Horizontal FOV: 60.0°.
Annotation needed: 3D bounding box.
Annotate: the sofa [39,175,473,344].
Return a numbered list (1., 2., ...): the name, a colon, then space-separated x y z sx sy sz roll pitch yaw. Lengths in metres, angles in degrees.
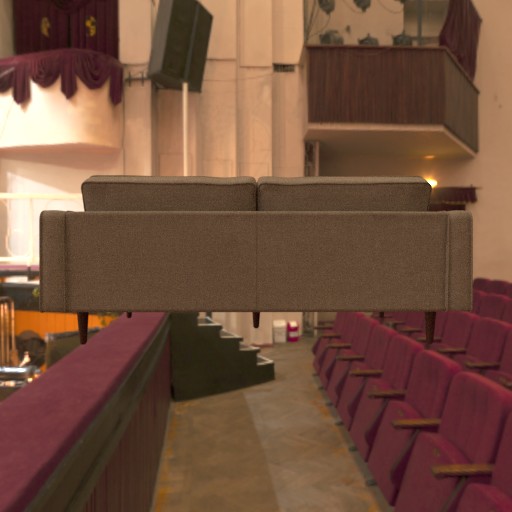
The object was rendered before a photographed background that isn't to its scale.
1. sofa: 0.000 0.000 2.322 1.879 0.762 0.914 0 1 -1
